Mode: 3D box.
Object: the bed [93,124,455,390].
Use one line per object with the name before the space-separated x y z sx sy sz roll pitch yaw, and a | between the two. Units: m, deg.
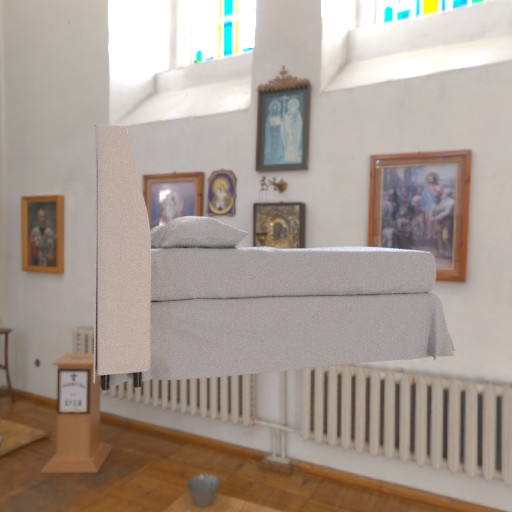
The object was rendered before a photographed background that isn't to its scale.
bed | 0.000 0.000 3.388 2.276 1.332 1.925 0 0 -18
